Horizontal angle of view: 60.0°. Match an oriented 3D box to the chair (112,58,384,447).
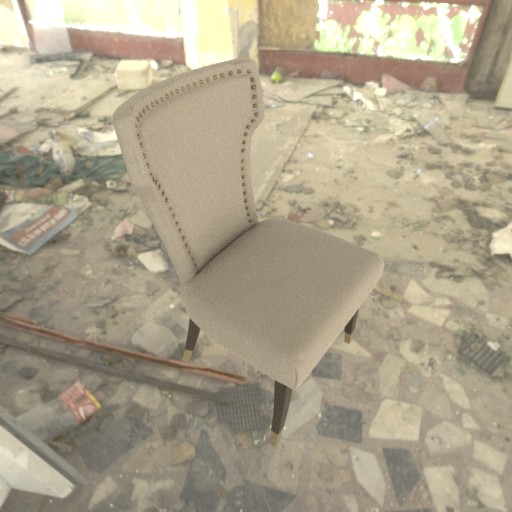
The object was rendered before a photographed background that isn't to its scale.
[{"bbox_3d":[0.000,0.000,1.332,0.630,0.950,0.526,26,48,26],"label":"chair"}]
